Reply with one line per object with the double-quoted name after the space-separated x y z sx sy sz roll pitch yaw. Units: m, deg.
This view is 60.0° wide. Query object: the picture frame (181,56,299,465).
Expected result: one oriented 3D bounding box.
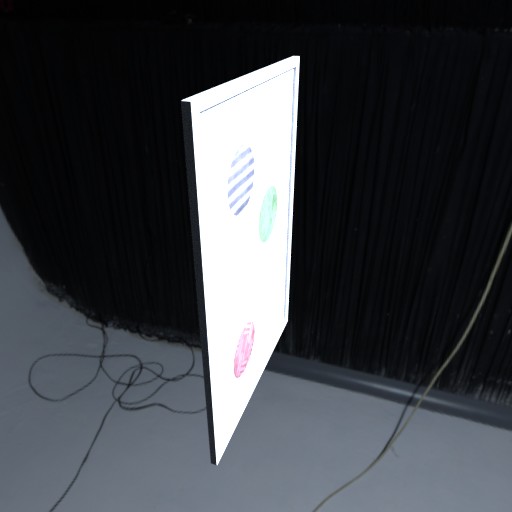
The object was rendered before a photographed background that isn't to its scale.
0.000 0.000 0.852 0.013 0.657 0.457 11 32 17 "picture frame"
